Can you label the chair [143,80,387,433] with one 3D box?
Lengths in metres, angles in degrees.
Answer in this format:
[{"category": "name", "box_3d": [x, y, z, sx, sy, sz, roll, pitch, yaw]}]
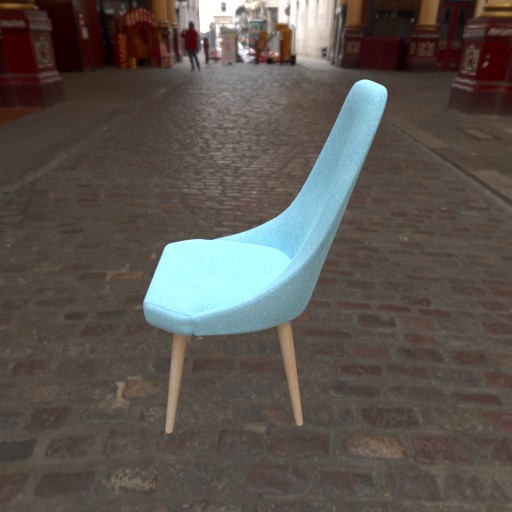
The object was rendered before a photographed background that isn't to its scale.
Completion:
[{"category": "chair", "box_3d": [0.000, 0.000, 1.418, 0.660, 1.040, 0.510, 0, 27, -1]}]
